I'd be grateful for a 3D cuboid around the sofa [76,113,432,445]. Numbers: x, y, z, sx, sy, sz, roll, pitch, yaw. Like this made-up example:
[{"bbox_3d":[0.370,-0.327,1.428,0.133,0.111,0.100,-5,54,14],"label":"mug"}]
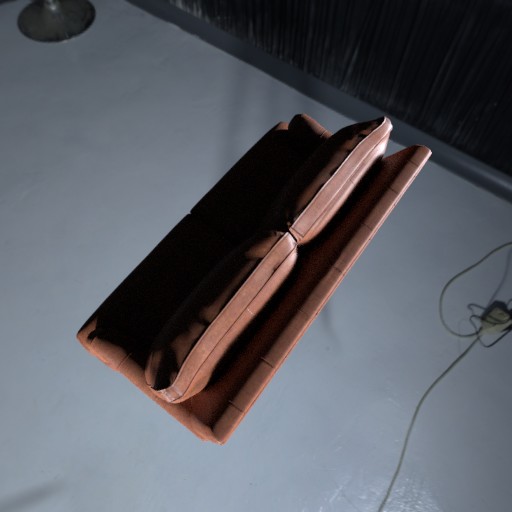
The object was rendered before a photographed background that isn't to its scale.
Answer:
[{"bbox_3d":[0.000,0.000,2.825,1.147,1.071,2.144,33,67,16],"label":"sofa"}]
